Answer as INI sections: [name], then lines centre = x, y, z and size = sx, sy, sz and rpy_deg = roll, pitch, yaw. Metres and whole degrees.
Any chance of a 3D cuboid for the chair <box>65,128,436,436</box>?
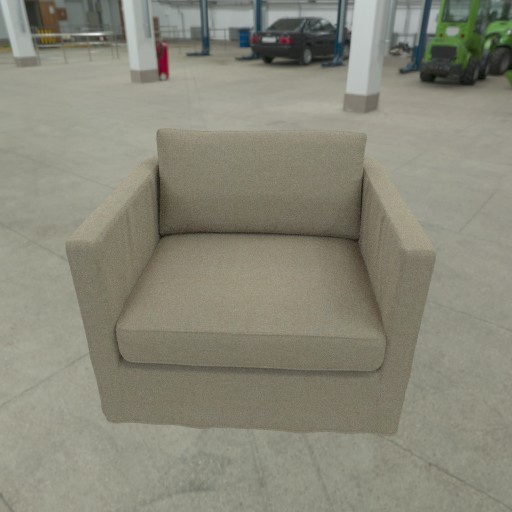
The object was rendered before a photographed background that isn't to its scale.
[chair]
centre = 0.000, 0.000, 1.728
size = 1.057, 0.863, 0.949
rpy_deg = 2, 29, 3
